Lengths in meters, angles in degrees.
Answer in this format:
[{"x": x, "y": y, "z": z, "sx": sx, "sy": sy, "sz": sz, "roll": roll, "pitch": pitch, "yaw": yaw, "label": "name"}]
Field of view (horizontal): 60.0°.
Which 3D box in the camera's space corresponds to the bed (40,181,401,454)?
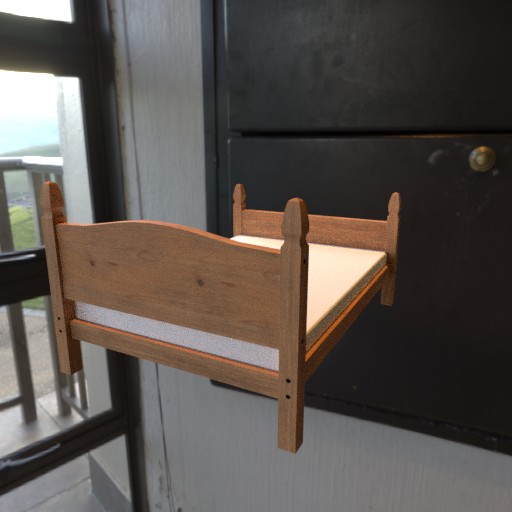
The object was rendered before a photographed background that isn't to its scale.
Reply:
[{"x": 0.000, "y": 0.000, "z": 2.991, "sx": 1.490, "sy": 1.100, "sz": 2.069, "roll": 8, "pitch": 17, "yaw": 27, "label": "bed"}]
